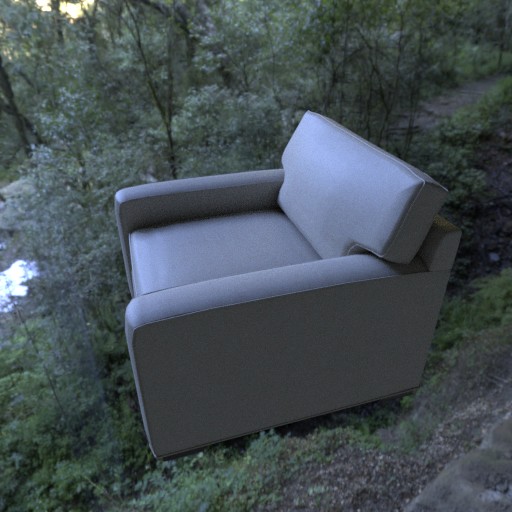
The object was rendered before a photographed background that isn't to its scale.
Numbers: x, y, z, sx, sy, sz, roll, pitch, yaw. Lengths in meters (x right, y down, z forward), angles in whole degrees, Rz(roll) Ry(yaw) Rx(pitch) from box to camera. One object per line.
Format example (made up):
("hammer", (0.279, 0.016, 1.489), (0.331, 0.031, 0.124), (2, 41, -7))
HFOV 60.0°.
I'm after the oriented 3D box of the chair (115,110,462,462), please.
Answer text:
("chair", (0.000, 0.000, 1.786), (1.043, 0.913, 0.998), (-9, 33, -15))
